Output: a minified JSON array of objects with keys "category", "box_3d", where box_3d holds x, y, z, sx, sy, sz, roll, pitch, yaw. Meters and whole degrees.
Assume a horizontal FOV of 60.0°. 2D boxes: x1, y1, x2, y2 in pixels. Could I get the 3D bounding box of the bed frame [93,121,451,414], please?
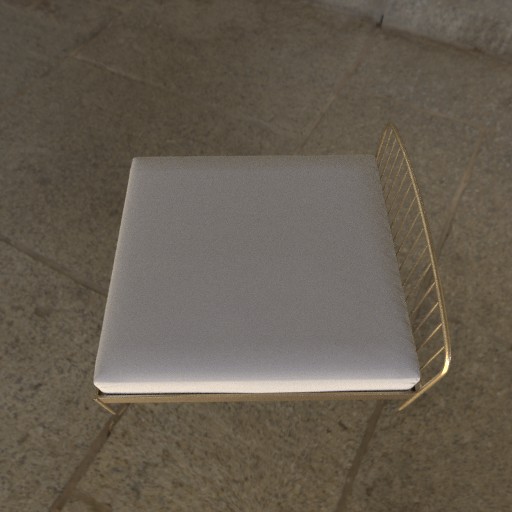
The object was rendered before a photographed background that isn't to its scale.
[{"category":"bed frame","box_3d":[0.000,0.000,3.314,2.152,1.174,2.016,-1,59,0]}]
